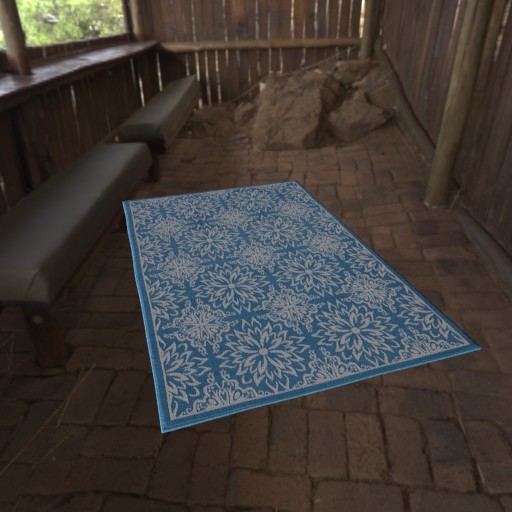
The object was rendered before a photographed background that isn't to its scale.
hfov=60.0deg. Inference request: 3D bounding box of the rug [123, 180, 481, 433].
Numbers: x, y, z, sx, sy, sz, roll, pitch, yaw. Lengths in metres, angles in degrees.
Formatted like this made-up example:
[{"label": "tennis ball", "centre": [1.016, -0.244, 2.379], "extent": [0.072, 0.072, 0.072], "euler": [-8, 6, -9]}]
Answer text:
[{"label": "rug", "centre": [0.000, 0.000, 3.436], "extent": [1.830, 0.018, 2.769], "euler": [-10, 32, -15]}]
